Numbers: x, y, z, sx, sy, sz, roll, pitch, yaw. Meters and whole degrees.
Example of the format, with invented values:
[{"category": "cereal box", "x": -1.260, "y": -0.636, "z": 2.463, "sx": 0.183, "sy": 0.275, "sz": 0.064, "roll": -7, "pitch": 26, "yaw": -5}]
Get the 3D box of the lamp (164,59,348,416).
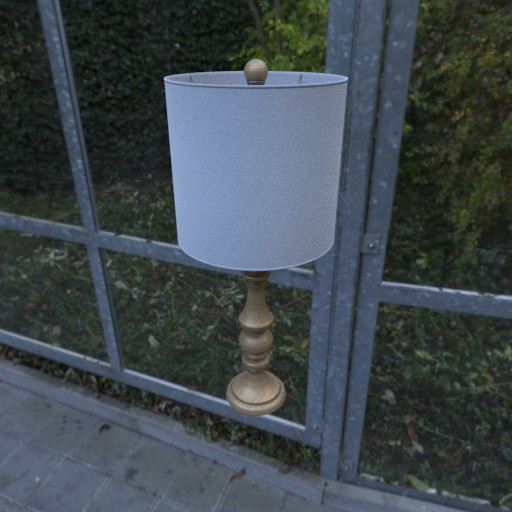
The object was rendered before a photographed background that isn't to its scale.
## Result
[{"category": "lamp", "x": 0.000, "y": 0.000, "z": 0.735, "sx": 0.250, "sy": 0.597, "sz": 0.250, "roll": 17, "pitch": 31, "yaw": 31}]
